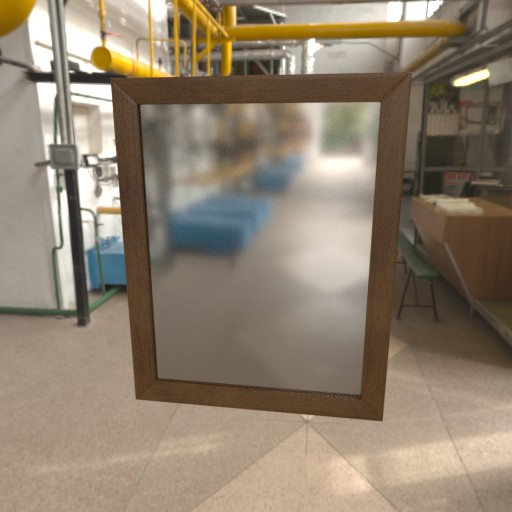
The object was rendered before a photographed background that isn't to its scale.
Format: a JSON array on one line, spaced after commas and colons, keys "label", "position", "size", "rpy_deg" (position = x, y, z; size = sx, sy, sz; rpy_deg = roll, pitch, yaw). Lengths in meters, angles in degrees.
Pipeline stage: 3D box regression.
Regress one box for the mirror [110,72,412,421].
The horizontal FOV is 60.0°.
[{"label": "mirror", "position": [0.000, 0.000, 0.673], "size": [0.405, 0.508, 0.041], "rpy_deg": [2, 15, 8]}]
